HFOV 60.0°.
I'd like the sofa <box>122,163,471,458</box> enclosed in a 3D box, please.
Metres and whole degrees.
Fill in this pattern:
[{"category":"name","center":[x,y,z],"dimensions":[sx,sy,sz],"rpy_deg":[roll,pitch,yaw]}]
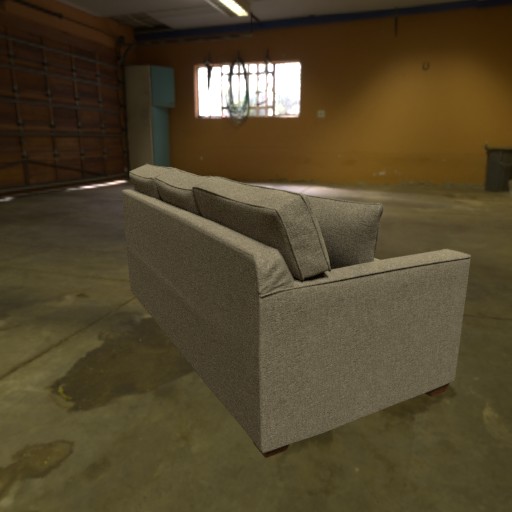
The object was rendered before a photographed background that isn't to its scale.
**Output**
[{"category":"sofa","center":[0.000,0.000,2.473],"dimensions":[1.034,0.946,1.963],"rpy_deg":[-8,17,-27]}]
